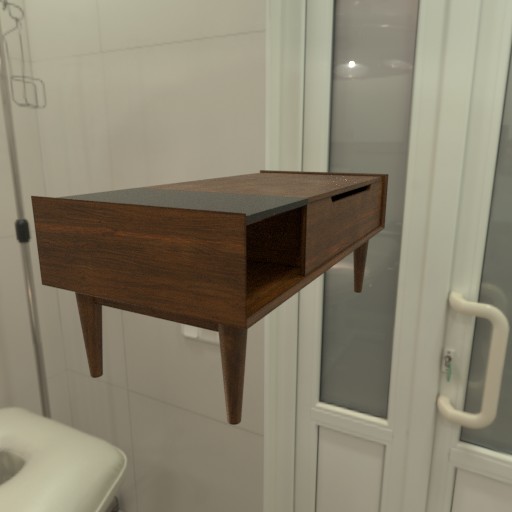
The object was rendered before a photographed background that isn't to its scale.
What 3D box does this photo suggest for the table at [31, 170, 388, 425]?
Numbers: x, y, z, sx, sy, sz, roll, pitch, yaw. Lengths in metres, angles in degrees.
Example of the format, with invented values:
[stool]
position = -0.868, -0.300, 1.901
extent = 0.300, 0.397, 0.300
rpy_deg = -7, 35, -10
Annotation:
[table]
position = 0.000, 0.000, 1.541
extent = 0.610, 0.508, 1.221
rpy_deg = 7, 16, 27
